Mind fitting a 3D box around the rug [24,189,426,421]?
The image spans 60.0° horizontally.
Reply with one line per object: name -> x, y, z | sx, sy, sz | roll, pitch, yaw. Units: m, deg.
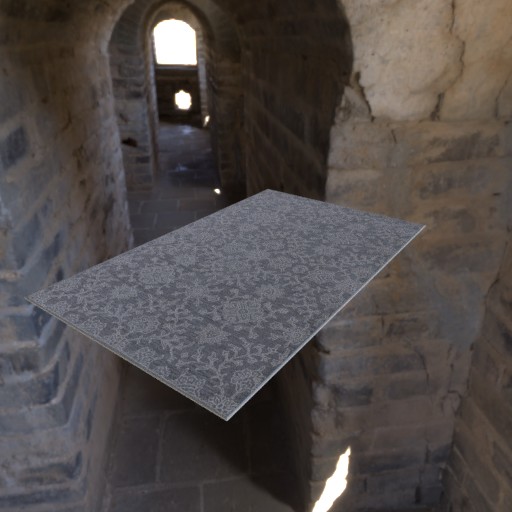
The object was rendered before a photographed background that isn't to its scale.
rug -> 0.000, 0.000, 3.010 | 1.515, 0.010, 2.430 | 18, 32, 32
